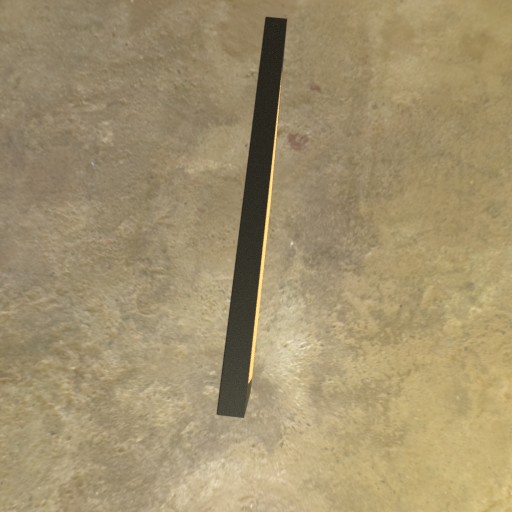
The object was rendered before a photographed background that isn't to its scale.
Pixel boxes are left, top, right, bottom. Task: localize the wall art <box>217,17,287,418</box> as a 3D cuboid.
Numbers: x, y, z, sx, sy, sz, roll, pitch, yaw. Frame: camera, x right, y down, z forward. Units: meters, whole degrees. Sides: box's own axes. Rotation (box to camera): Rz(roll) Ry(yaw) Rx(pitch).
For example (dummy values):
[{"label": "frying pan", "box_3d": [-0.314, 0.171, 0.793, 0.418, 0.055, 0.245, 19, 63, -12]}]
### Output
[{"label": "wall art", "box_3d": [0.000, 0.000, 0.697, 0.025, 0.508, 0.432, 6, 76, 2]}]
